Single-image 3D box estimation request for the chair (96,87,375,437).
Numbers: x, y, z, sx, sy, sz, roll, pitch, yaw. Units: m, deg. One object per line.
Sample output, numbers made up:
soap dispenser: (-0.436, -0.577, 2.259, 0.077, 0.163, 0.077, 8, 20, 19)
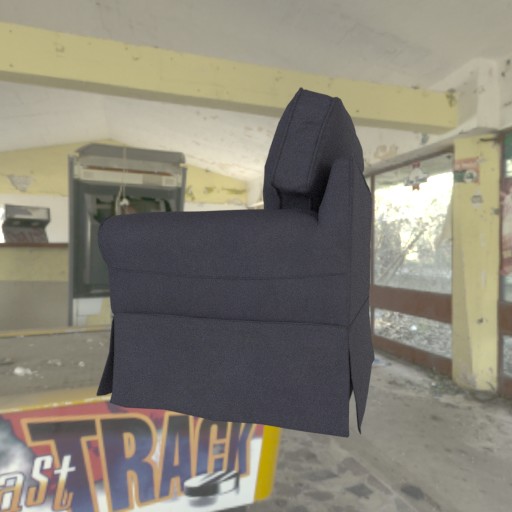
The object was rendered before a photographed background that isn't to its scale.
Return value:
chair: (0.000, 0.000, 1.991, 1.002, 1.140, 1.119, 0, 1, 18)
